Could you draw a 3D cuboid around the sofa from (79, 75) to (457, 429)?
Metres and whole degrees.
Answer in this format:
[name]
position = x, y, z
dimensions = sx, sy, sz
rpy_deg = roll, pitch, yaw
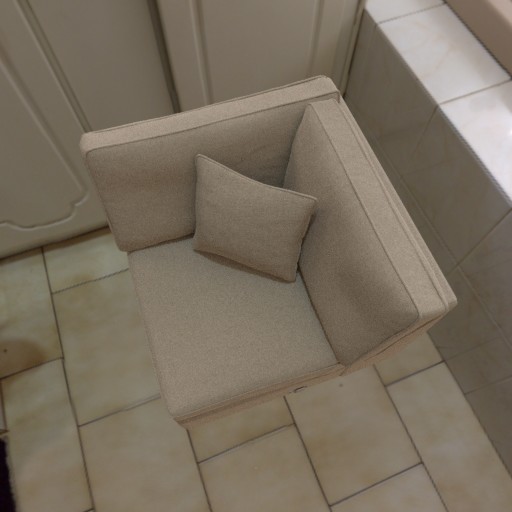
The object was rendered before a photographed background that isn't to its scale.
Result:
[sofa]
position = 0.000, 0.000, 1.903
dimensions = 1.084, 1.002, 1.146
rpy_deg = -17, 66, -8
